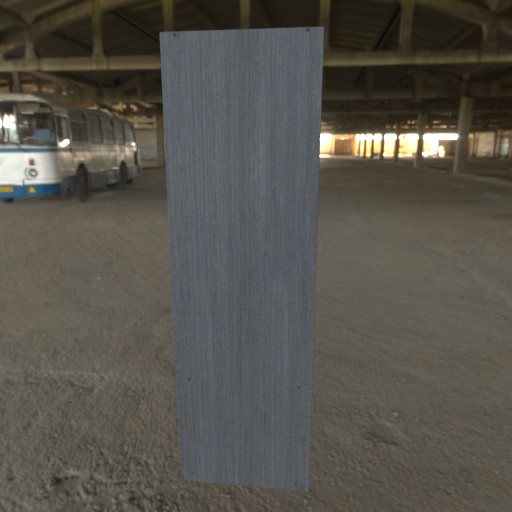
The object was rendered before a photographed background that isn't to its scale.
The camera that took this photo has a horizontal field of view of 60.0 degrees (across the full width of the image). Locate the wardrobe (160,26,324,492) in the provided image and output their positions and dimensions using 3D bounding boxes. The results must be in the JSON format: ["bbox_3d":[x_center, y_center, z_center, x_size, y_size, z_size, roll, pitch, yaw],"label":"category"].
[{"bbox_3d":[0.000,0.000,2.180,0.577,1.808,0.991,2,14,7],"label":"wardrobe"}]
